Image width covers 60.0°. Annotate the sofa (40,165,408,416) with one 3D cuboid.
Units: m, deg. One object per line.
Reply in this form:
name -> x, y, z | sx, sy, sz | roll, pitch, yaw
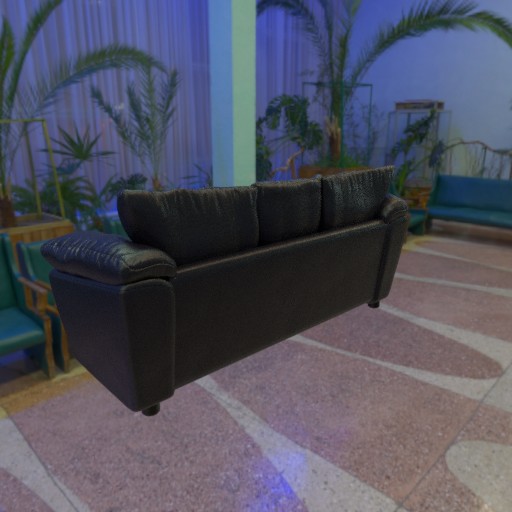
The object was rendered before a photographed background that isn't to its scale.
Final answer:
sofa -> 0.000, 0.000, 2.815 | 2.336, 1.073, 0.880 | -14, 21, -41
